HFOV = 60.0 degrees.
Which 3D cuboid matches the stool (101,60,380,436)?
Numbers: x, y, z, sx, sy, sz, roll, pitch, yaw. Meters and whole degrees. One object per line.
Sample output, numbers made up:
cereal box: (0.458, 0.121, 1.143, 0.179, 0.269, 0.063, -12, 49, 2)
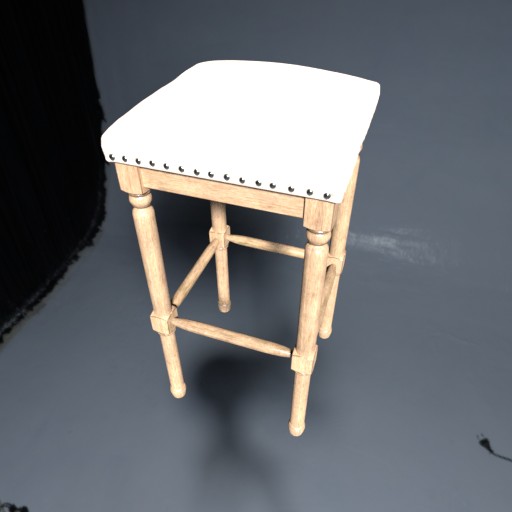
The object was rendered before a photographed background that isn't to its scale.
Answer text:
stool: (0.000, 0.000, 0.981, 0.383, 0.768, 0.382, 13, 42, 14)
